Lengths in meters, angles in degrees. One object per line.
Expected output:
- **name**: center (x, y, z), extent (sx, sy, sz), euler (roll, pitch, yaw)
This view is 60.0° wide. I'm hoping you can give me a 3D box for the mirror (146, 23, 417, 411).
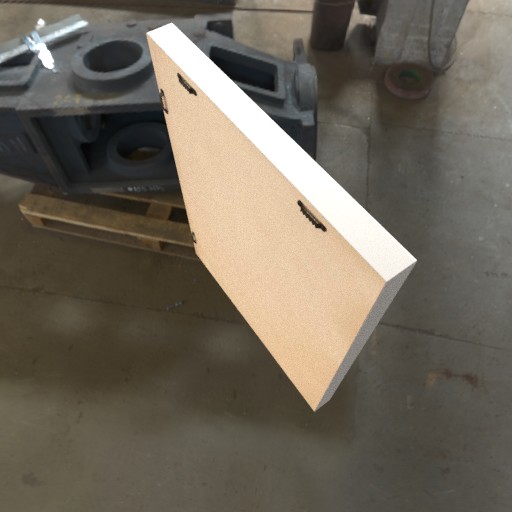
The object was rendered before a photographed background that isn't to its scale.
- **mirror**: center (0.000, 0.000, 0.663), extent (0.041, 0.508, 0.405), euler (-31, 64, -17)
